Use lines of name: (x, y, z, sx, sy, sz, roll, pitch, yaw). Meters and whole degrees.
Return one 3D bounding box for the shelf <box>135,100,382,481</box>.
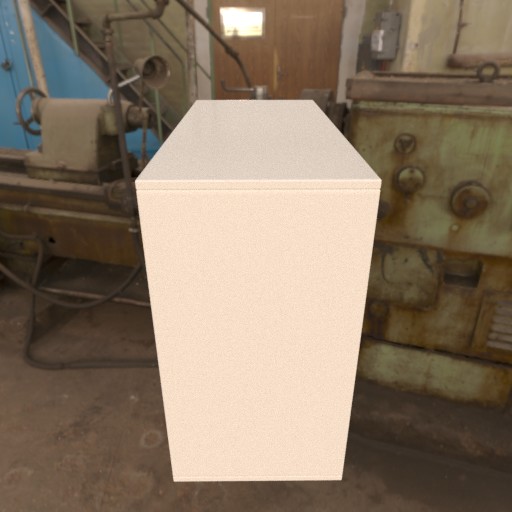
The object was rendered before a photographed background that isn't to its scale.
shelf: (0.000, 0.000, 1.274, 0.396, 0.732, 0.895, 0, 27, 0)
